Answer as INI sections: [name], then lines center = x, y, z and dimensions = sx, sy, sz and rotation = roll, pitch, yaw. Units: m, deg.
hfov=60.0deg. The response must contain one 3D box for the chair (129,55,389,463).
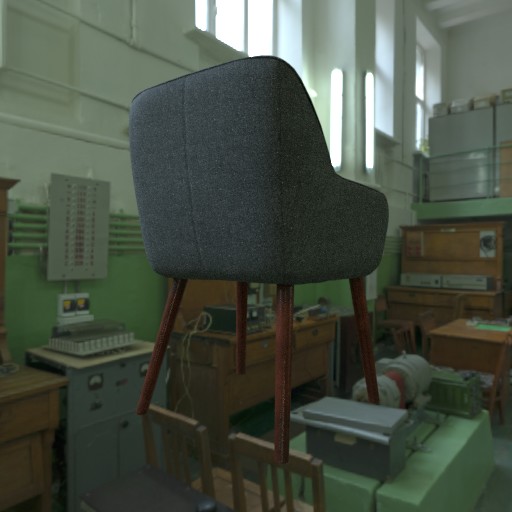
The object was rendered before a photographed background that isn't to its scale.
[chair]
center = 0.000, 0.000, 1.167
dimensions = 0.543, 0.803, 0.519
rotation = 1, 1, 36
